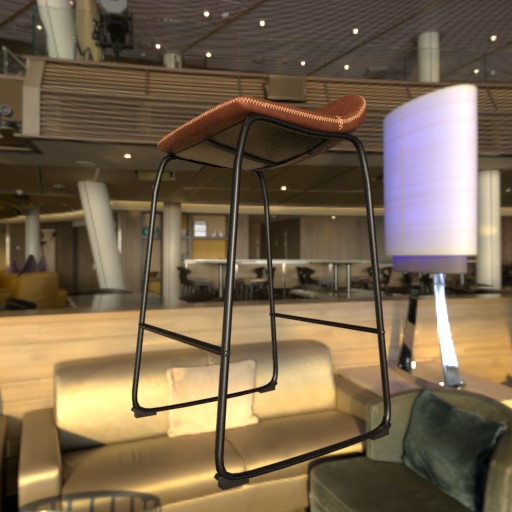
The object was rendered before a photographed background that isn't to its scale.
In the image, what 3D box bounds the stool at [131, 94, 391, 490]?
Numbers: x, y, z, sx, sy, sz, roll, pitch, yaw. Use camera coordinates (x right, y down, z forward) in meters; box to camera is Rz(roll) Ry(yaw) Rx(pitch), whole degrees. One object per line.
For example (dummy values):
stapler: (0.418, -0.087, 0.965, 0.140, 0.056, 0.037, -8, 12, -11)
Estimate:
stool: (0.000, 0.000, 1.093, 0.473, 0.830, 0.454, 1, -1, -35)
